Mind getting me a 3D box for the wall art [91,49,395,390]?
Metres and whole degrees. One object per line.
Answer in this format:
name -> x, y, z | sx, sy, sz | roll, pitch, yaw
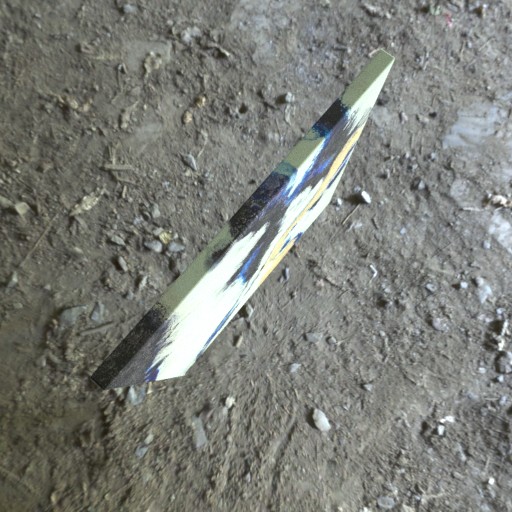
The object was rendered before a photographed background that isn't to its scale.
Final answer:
wall art -> 0.000, 0.000, 1.299 | 0.038, 0.885, 0.887 | 39, 80, 9
